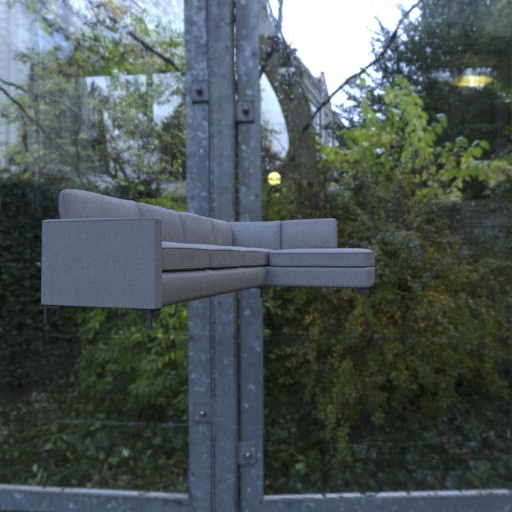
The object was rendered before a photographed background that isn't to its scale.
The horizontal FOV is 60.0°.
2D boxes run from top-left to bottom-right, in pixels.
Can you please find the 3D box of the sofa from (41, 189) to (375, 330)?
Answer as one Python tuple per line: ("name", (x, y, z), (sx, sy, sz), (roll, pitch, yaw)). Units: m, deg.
("sofa", (0.000, 0.000, 4.364), (2.077, 0.964, 3.331), (0, 0, 18))
